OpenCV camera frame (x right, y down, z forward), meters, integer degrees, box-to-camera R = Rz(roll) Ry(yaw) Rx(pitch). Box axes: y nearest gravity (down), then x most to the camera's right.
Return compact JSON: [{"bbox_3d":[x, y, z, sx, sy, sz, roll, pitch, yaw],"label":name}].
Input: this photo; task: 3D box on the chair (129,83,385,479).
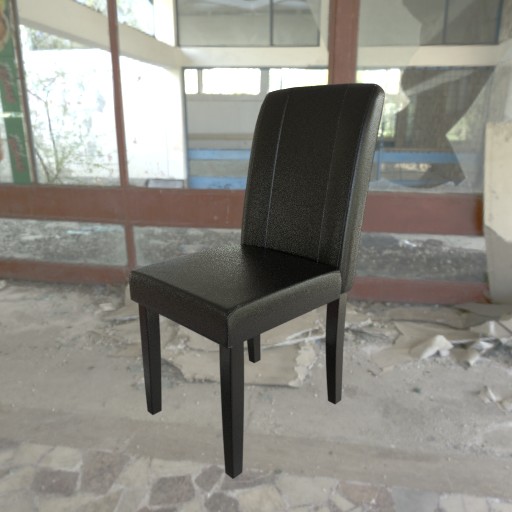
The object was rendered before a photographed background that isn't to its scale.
[{"bbox_3d":[0.000,0.000,1.199,0.399,0.897,0.556,15,22,43],"label":"chair"}]
